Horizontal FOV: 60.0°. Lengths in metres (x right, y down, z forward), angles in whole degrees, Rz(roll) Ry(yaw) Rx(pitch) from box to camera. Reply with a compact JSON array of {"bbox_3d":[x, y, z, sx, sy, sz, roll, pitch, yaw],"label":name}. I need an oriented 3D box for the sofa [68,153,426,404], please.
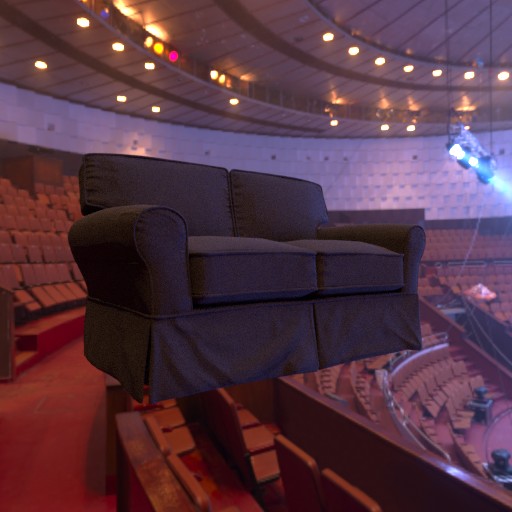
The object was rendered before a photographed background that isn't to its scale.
[{"bbox_3d":[0.000,0.000,2.409,1.801,1.059,0.997,0,0,-36],"label":"sofa"}]
